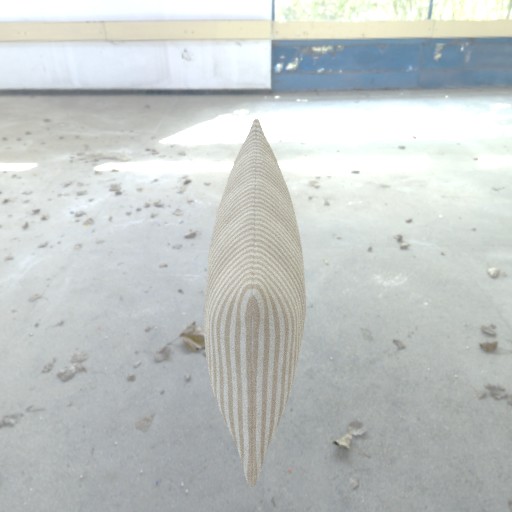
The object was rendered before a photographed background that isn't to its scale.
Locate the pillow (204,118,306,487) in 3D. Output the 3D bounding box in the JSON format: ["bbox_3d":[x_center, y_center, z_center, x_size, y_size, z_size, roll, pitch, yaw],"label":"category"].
[{"bbox_3d":[0.000,0.000,0.729,0.151,0.295,0.617,0,31,0],"label":"pillow"}]
